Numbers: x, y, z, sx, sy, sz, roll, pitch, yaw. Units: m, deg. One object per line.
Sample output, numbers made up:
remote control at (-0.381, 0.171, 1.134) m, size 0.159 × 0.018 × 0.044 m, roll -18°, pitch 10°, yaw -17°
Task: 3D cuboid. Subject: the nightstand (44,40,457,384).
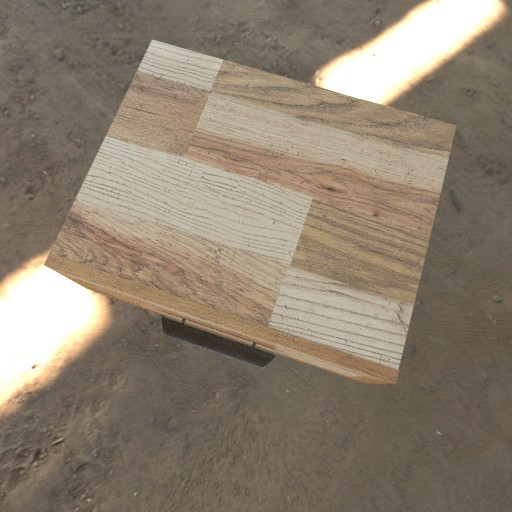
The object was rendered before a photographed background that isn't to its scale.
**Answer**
nightstand at (0.000, 0.000, 1.015) m, size 0.558 × 0.632 × 0.481 m, roll 18°, pitch 75°, yaw 5°
